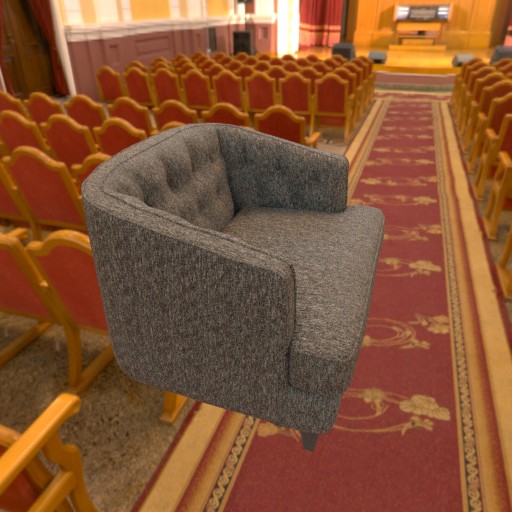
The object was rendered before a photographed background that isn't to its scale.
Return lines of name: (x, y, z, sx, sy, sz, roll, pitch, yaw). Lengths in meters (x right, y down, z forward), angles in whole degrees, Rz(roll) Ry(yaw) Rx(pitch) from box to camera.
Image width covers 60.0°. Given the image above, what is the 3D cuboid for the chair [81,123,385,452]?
chair: (0.000, 0.000, 1.775, 0.941, 0.852, 1.104, 10, 31, 16)
